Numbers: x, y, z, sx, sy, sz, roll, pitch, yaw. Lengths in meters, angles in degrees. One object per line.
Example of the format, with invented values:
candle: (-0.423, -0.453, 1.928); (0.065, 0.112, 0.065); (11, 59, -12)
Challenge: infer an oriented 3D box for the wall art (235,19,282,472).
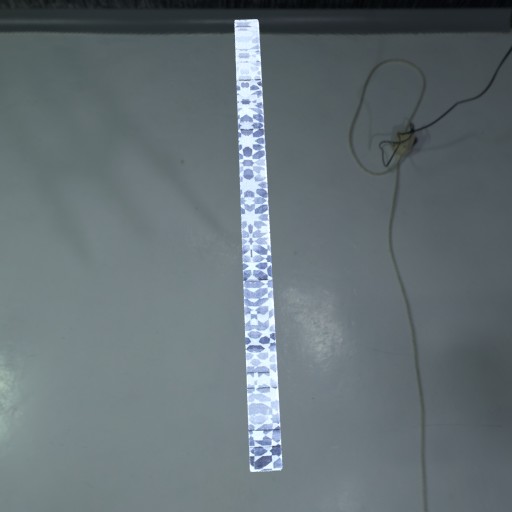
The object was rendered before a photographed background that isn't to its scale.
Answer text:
wall art: (0.000, 0.000, 1.139); (0.057, 0.608, 0.911); (-2, 74, -1)
